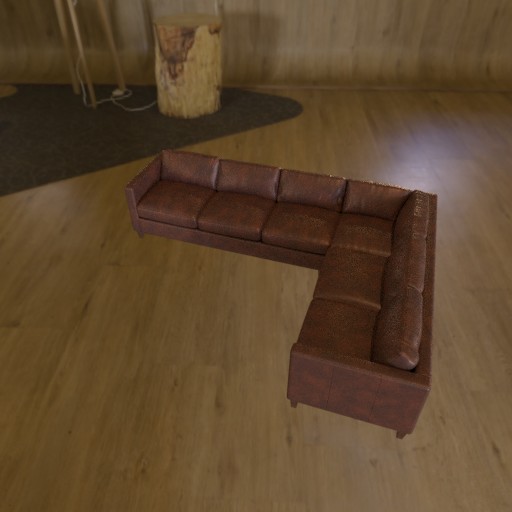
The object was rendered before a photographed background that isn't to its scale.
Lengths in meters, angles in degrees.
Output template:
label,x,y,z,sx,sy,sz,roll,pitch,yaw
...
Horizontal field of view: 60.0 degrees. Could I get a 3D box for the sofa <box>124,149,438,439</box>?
label,x,y,z,sx,sy,sz,roll,pitch,yaw
sofa,0.000,0.000,4.238,3.152,0.836,2.438,12,41,14
